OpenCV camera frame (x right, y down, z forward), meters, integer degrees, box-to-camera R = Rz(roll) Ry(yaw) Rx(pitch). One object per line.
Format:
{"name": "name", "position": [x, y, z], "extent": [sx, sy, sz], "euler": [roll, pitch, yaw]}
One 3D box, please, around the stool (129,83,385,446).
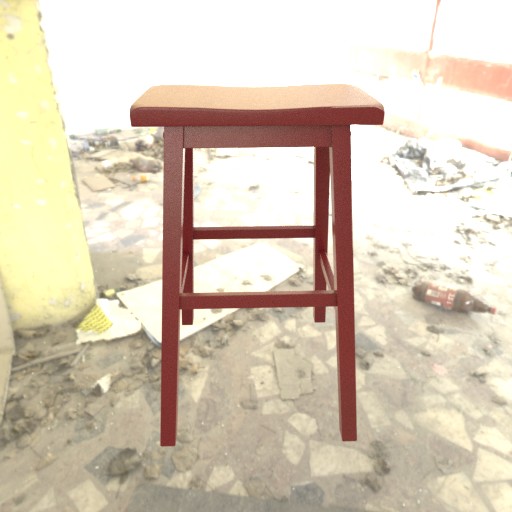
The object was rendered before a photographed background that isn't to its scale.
{"name": "stool", "position": [0.000, 0.000, 1.053], "extent": [0.457, 0.737, 0.476], "euler": [-1, 30, -2]}
